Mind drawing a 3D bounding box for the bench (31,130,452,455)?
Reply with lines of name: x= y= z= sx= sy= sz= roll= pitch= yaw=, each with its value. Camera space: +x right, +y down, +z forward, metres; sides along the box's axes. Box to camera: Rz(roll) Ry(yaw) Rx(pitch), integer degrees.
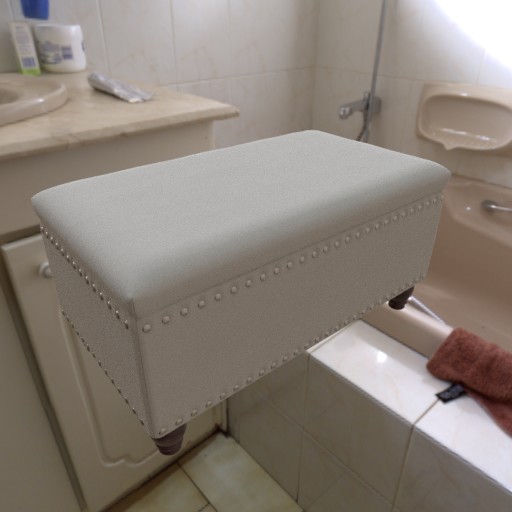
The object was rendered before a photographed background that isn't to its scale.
bench: x=0.000 y=0.000 z=1.147 sx=0.887 sy=0.449 sz=0.500 roll=-22 pitch=36 yaw=-33
